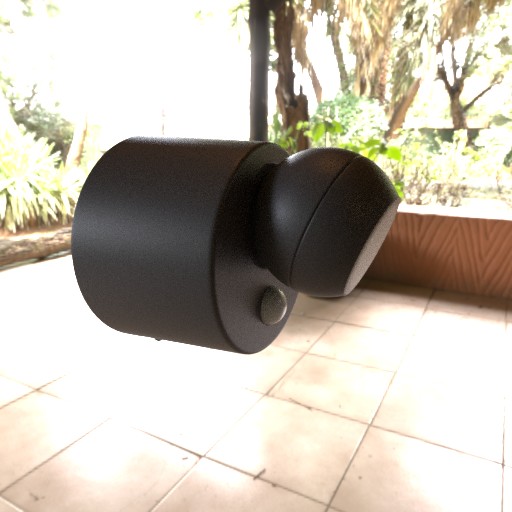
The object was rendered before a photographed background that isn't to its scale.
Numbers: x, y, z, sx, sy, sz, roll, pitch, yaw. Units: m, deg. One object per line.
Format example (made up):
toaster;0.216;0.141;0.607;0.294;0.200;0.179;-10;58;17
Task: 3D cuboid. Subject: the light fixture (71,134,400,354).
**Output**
light fixture;0.000;0.000;0.266;0.160;0.143;0.134;7;16;27
